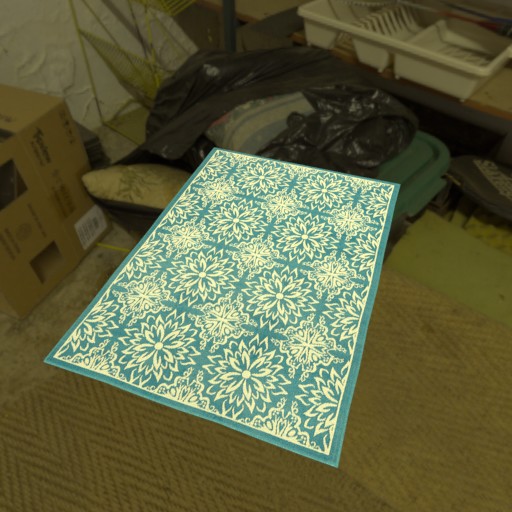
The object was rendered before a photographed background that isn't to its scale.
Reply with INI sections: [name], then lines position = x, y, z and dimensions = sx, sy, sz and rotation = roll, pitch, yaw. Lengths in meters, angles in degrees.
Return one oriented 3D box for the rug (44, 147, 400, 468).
[rug]
position = 0.000, 0.000, 2.844
dimensions = 1.554, 0.012, 2.205
rotation = 14, 47, 14
